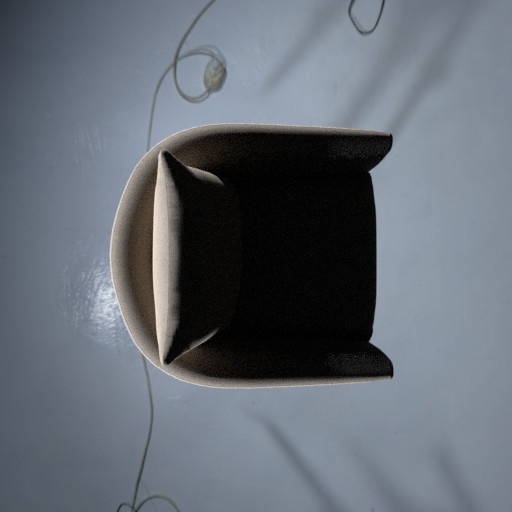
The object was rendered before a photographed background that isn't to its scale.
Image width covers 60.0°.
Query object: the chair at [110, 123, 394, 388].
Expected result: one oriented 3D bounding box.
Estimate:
[{"bbox_3d":[0.000,0.000,1.597,0.910,0.848,0.845,0,89,-2],"label":"chair"}]
